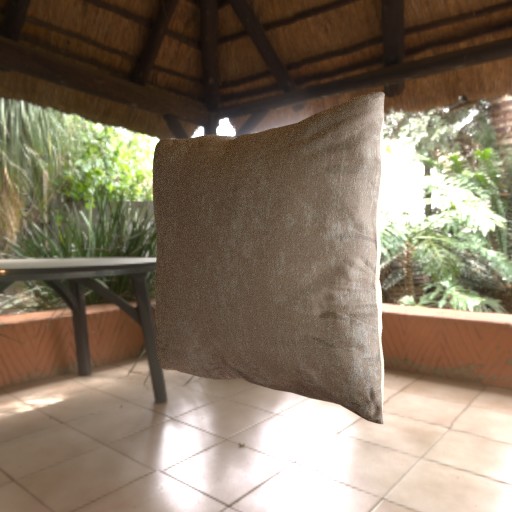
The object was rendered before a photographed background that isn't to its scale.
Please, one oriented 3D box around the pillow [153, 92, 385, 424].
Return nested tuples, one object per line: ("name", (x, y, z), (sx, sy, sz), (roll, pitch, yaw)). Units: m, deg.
("pillow", (0.000, 0.000, 0.733), (0.450, 0.448, 0.245), (1, 2, 39))
